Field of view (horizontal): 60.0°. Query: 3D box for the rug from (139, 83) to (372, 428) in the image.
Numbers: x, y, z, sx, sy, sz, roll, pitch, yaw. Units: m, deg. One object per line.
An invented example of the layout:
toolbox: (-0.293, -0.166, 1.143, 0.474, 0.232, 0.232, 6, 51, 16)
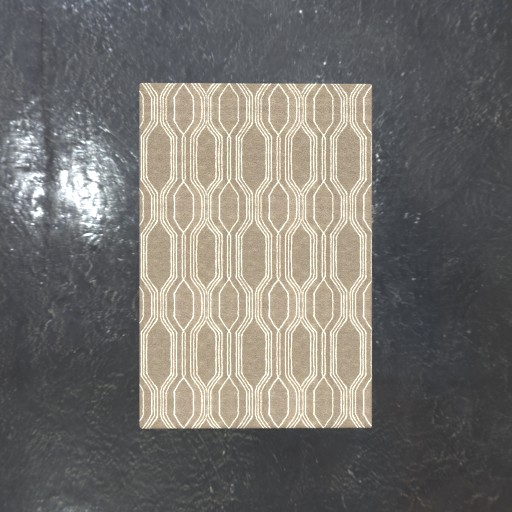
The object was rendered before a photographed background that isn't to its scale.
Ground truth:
rug: (0.000, 0.000, 2.362, 1.239, 0.012, 1.836, 0, 90, -1)
